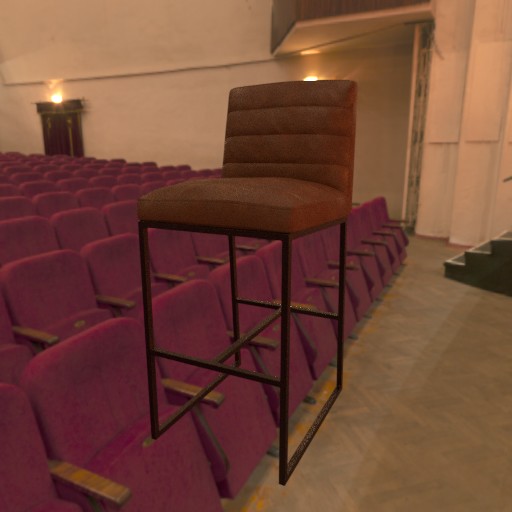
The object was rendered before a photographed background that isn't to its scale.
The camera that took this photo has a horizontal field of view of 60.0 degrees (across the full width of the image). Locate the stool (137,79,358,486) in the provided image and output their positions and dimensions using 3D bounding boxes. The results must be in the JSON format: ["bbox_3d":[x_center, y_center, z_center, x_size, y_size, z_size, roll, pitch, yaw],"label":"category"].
[{"bbox_3d":[0.000,0.000,1.354,0.463,1.065,0.562,7,15,26],"label":"stool"}]
